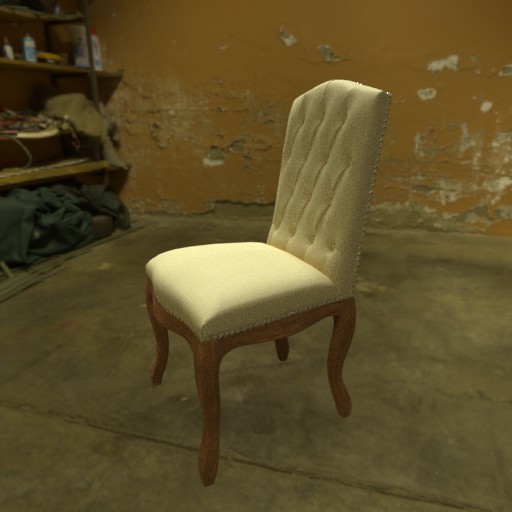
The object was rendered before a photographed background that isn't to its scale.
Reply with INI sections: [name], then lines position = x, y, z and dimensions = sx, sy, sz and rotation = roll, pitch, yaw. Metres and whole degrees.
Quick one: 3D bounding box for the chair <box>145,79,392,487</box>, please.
[chair]
position = 0.000, 0.000, 1.537
dimensions = 0.715, 1.165, 0.623
rotation = -8, 19, -26
